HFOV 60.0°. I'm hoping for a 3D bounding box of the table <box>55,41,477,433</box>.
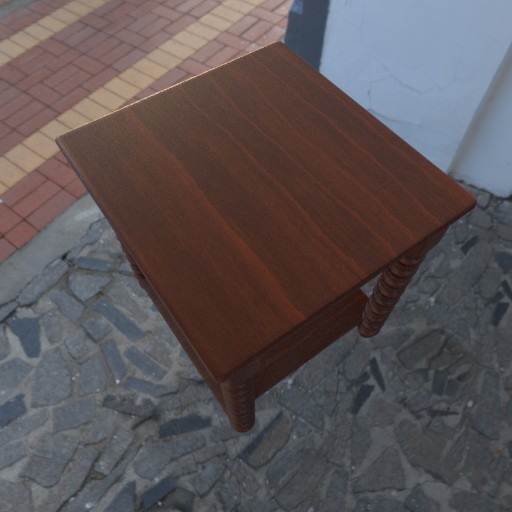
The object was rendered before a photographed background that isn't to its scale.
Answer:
[{"bbox_3d":[0.000,0.000,0.984,0.500,0.567,0.533,-31,63,-18],"label":"table"}]
